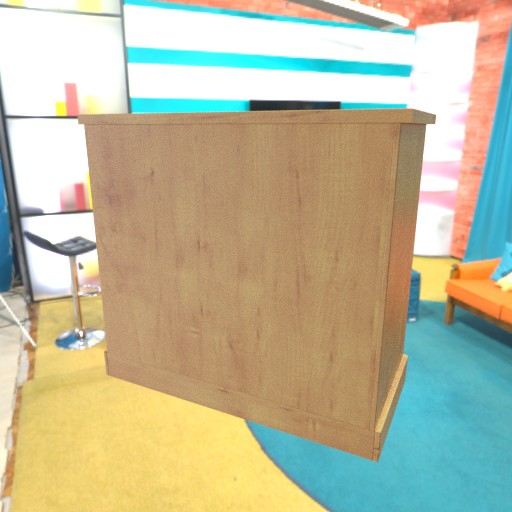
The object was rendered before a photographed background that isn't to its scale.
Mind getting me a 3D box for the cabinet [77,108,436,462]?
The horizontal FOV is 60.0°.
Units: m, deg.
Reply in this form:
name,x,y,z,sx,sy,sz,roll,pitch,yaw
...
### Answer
name,x,y,z,sx,sy,sz,roll,pitch,yaw
cabinet,0.000,0.000,1.380,0.920,0.840,0.450,8,18,26
